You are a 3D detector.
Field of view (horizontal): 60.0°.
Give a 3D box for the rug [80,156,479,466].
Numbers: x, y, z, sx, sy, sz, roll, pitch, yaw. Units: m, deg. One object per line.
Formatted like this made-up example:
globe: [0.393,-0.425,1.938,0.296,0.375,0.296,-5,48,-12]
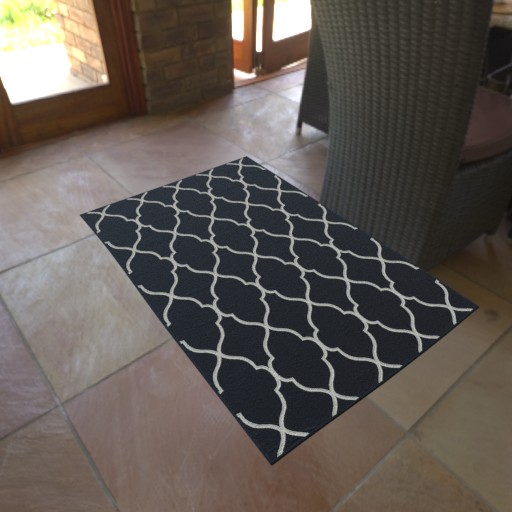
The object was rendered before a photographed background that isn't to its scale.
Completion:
rug: [0.000,0.000,2.895,1.526,0.014,2.290,-26,47,-27]
